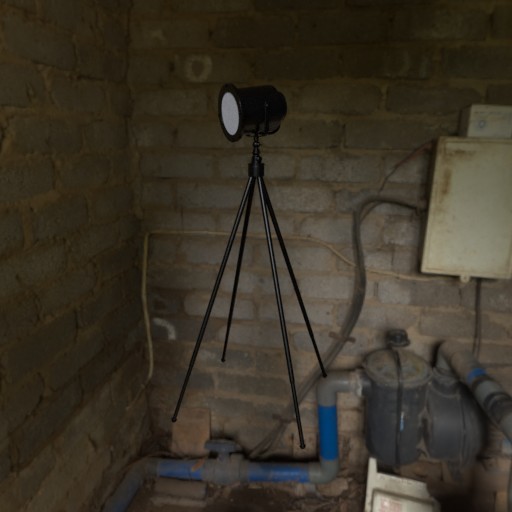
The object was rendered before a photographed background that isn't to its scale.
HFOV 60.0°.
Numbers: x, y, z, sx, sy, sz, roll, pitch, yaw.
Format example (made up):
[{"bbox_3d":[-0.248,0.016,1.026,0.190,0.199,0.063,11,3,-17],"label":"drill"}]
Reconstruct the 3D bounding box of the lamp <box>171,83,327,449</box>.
[{"bbox_3d":[0.000,0.000,2.068,0.884,1.504,0.879,-8,17,-26],"label":"lamp"}]
